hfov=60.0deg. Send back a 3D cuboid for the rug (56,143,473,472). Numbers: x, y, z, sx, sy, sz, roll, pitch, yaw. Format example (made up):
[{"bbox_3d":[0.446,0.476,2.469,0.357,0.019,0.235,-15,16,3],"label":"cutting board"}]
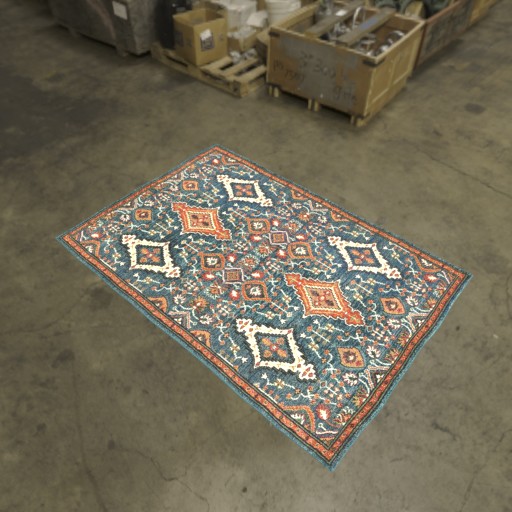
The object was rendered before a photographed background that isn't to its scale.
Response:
[{"bbox_3d":[0.000,0.000,2.994,2.373,0.009,1.622,33,55,27],"label":"rug"}]
